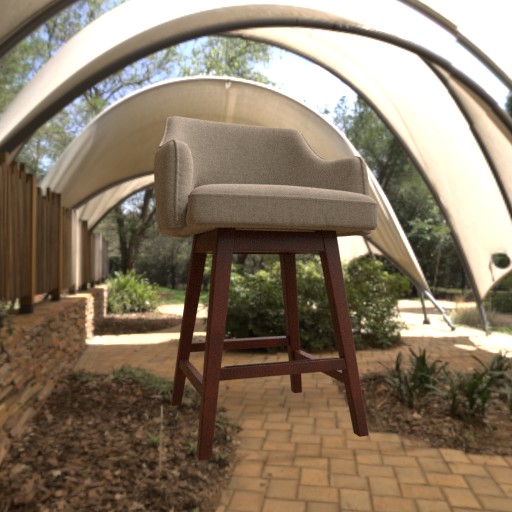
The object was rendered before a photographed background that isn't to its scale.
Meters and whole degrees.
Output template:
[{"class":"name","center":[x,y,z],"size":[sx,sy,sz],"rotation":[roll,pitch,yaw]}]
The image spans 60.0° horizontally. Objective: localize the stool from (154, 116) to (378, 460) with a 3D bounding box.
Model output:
[{"class":"stool","center":[0.000,0.000,1.327],"size":[0.599,0.944,0.558],"rotation":[0,-1,-19]}]
